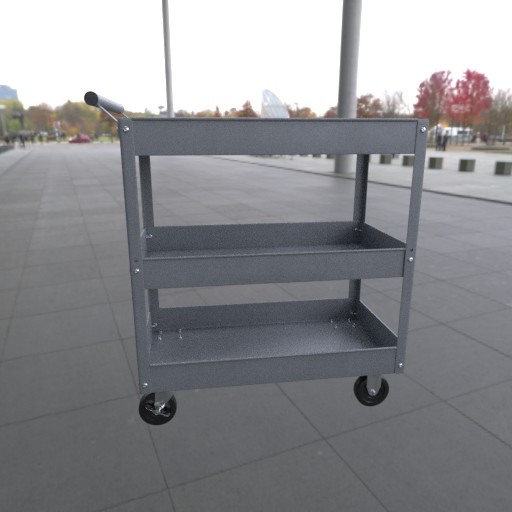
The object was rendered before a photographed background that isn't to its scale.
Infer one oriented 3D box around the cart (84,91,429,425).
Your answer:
[{"bbox_3d":[0.000,0.000,1.171,0.719,0.780,0.366,-2,16,-8],"label":"cart"}]
